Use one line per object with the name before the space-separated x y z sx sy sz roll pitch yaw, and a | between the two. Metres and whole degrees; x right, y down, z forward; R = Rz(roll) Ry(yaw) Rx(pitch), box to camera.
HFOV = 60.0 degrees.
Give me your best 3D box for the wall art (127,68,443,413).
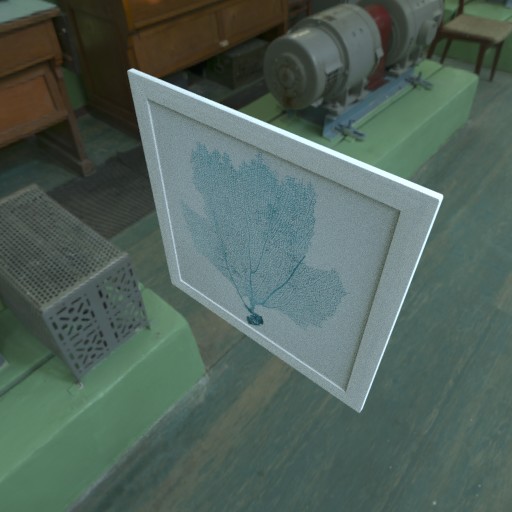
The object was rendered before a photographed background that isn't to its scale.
wall art | 0.000 0.000 0.877 0.584 0.584 0.013 30 53 26
